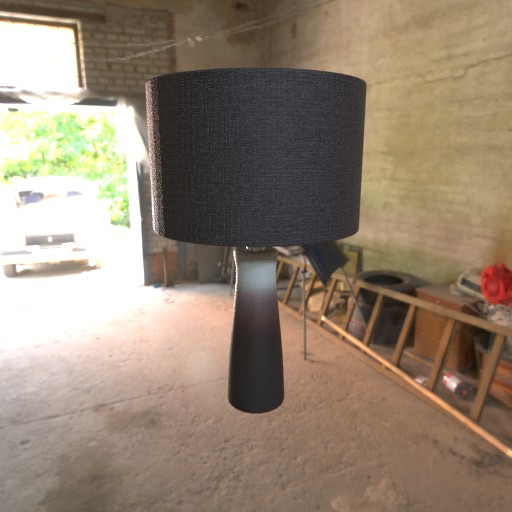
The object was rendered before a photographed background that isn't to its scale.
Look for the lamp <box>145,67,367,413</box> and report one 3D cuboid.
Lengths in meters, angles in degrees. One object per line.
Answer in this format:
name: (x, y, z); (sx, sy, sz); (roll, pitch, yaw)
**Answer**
lamp: (0.000, 0.000, 0.680); (0.303, 0.488, 0.303); (0, 13, 0)
